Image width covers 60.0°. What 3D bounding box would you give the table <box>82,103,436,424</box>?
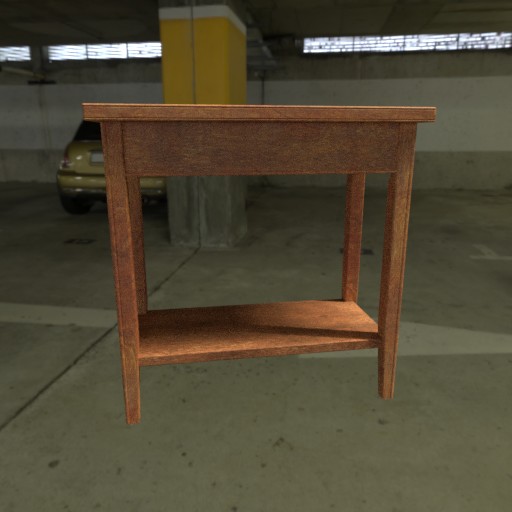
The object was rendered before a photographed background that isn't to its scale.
[{"bbox_3d":[0.000,0.000,0.974,0.610,0.610,0.305,-2,15,-9],"label":"table"}]
